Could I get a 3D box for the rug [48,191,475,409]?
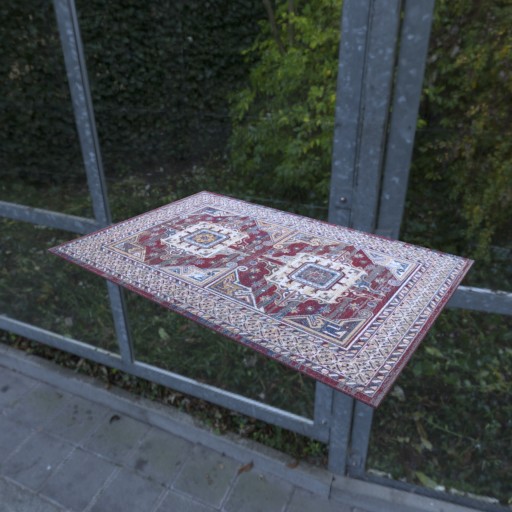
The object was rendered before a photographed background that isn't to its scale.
[{"bbox_3d":[0.000,0.000,5.694,4.578,0.033,3.033,19,32,32],"label":"rug"}]
